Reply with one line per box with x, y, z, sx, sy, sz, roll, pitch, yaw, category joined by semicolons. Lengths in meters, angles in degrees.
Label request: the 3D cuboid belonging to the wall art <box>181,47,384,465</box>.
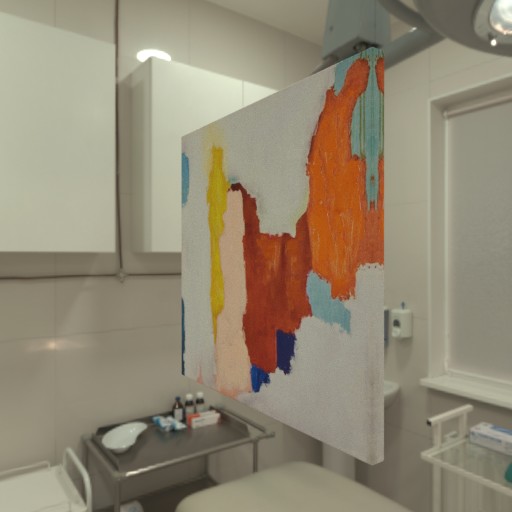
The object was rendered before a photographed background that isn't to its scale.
0.000;0.000;1.198;0.037;0.814;0.814;0;0;-36;wall art
